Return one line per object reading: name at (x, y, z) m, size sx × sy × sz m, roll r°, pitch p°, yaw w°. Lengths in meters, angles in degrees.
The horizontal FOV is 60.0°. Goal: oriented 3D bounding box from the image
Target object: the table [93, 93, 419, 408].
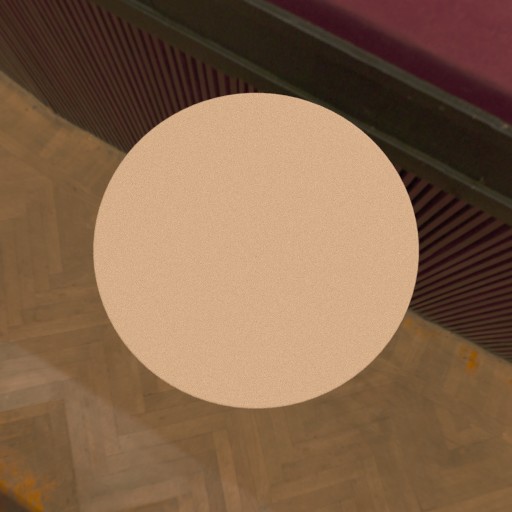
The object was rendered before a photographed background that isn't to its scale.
table at (0.000, 0.000, 1.463) m, size 0.910 × 0.457 × 0.910 m, roll 0°, pitch 77°, yaw 0°
